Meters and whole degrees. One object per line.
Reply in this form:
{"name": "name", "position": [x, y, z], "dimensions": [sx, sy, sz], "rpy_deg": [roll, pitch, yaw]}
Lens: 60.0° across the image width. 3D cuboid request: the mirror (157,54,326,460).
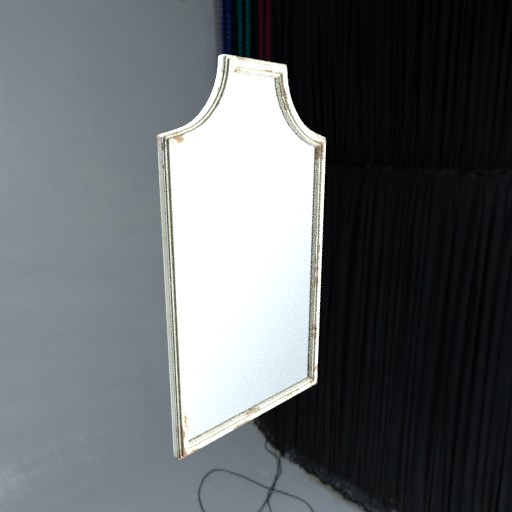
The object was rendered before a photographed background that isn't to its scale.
{"name": "mirror", "position": [0.000, 0.000, 0.874], "dimensions": [0.403, 0.717, 0.022], "rpy_deg": [-13, 19, -42]}
